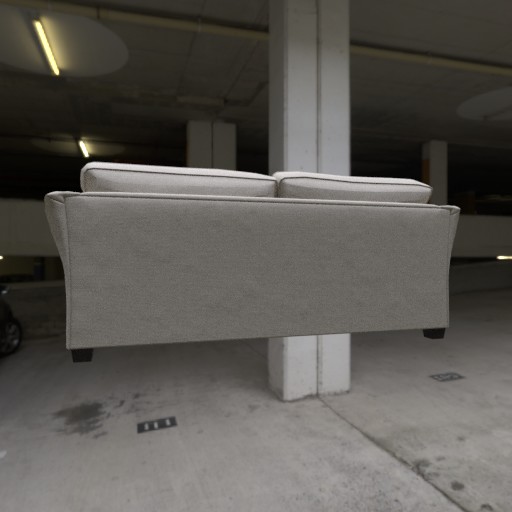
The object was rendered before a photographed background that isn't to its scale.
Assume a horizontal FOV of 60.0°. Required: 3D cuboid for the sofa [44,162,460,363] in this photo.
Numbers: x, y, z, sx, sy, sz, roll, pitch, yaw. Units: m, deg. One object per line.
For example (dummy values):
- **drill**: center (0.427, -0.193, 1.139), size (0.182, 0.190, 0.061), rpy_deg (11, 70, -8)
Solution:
- **sofa**: center (0.000, 0.000, 2.744), size (2.270, 0.965, 0.980), rpy_deg (0, 0, -17)
